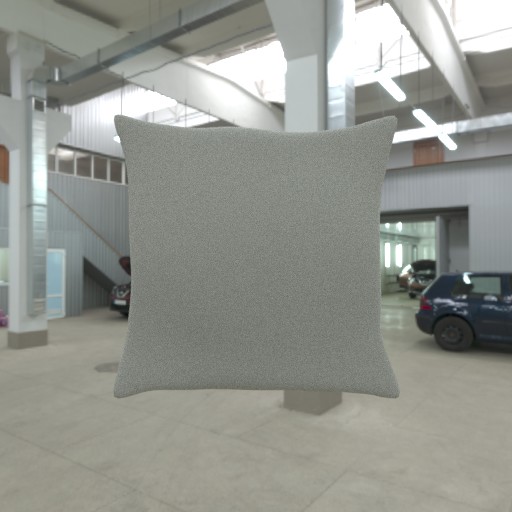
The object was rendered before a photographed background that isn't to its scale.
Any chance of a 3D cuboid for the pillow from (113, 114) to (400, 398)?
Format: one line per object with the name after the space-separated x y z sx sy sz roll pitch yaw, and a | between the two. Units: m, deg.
0.000 0.000 0.803 0.514 0.513 0.163 0 -1 0 | pillow
